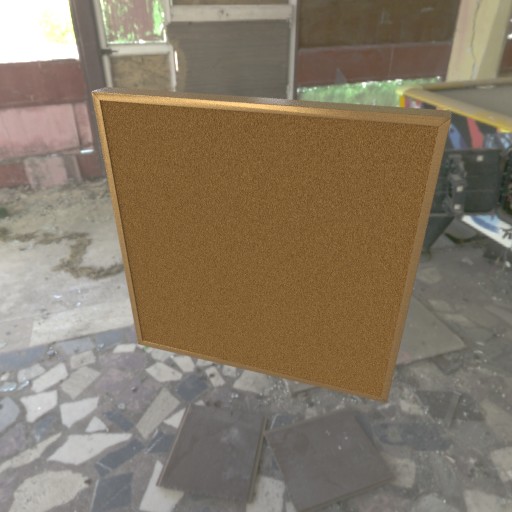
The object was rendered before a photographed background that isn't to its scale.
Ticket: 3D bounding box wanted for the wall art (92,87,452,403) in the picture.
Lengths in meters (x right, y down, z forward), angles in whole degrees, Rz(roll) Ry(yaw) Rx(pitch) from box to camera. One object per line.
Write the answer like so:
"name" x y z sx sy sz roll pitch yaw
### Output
"wall art" 0.000 0.000 0.744 0.505 0.505 0.037 9 33 15
